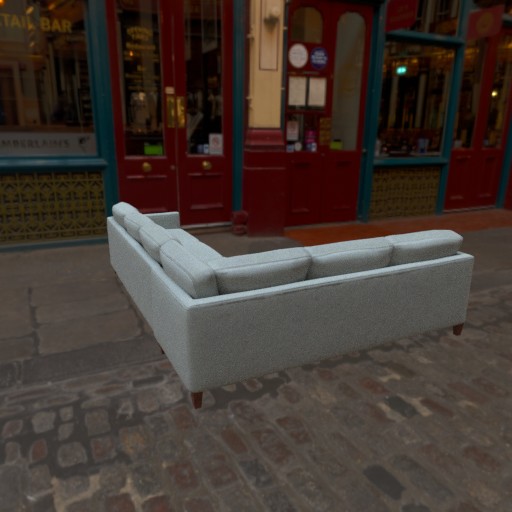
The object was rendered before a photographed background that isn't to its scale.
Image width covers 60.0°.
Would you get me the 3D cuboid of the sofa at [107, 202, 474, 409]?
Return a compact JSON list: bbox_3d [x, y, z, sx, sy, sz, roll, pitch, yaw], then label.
[{"bbox_3d":[0.000,0.000,4.683,2.592,0.947,3.301,-8,18,-25],"label":"sofa"}]
